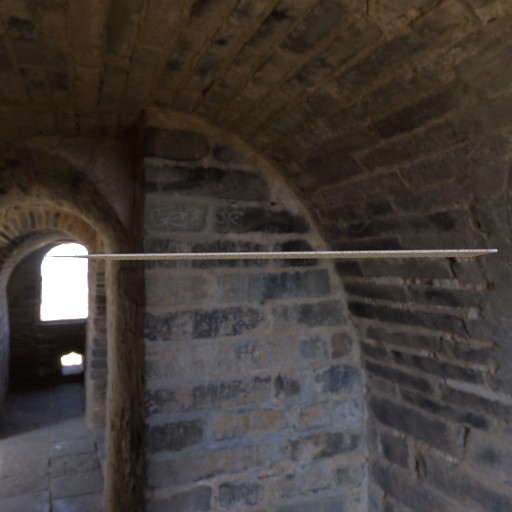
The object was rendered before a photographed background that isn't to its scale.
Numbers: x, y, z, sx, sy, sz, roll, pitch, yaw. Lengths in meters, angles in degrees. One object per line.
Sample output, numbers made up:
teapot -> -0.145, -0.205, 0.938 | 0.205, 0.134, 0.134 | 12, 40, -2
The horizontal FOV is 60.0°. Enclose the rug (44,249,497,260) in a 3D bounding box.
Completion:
rug -> 0.000, 0.000, 2.663 | 2.452, 0.012, 0.775 | -1, -2, 18
